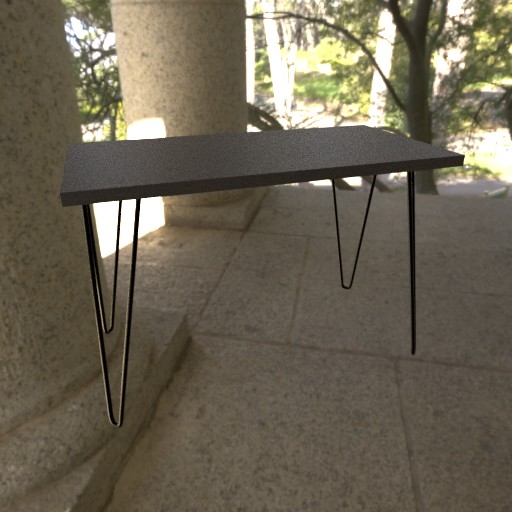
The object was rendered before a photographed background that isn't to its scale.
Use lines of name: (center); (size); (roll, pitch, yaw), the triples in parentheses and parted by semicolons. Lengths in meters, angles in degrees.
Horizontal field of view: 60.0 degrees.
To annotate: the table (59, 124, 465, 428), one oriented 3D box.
table: (0.000, 0.000, 1.373); (0.991, 0.660, 0.499); (-9, 27, -17)
